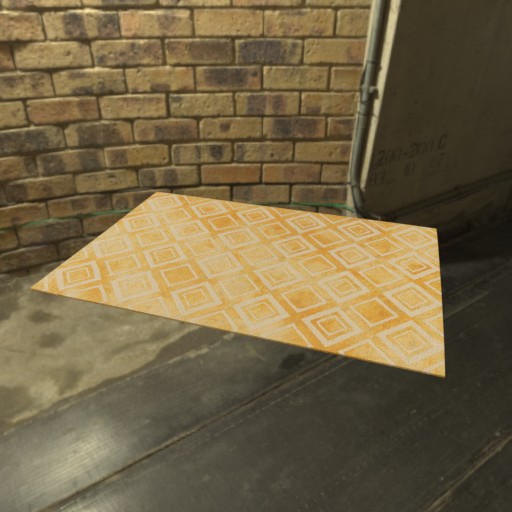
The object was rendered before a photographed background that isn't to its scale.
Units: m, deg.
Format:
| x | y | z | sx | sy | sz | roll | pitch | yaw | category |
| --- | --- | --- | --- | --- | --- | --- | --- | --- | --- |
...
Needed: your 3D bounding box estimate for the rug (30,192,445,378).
| x | y | z | sx | sy | sz | roll | pitch | yaw | category |
| --- | --- | --- | --- | --- | --- | --- | --- | --- | --- |
| 0.000 | 0.000 | 2.325 | 1.829 | 0.010 | 1.213 | 9 | 32 | 15 | rug |
